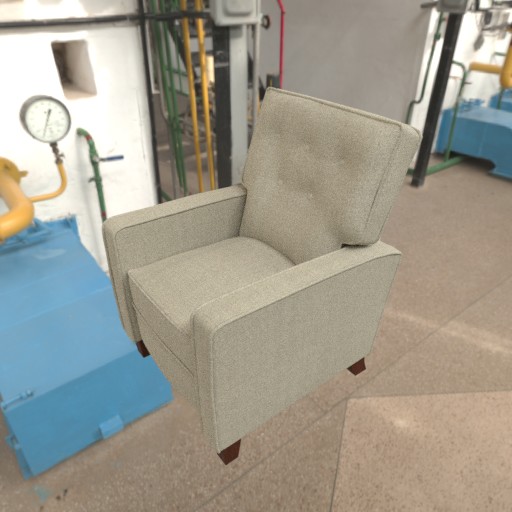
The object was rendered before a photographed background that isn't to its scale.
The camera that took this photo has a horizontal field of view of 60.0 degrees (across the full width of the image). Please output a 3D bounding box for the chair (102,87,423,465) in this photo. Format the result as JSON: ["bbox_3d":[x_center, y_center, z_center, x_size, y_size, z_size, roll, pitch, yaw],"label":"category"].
[{"bbox_3d":[0.000,0.000,1.416,0.754,0.888,0.648,-22,39,-31],"label":"chair"}]
